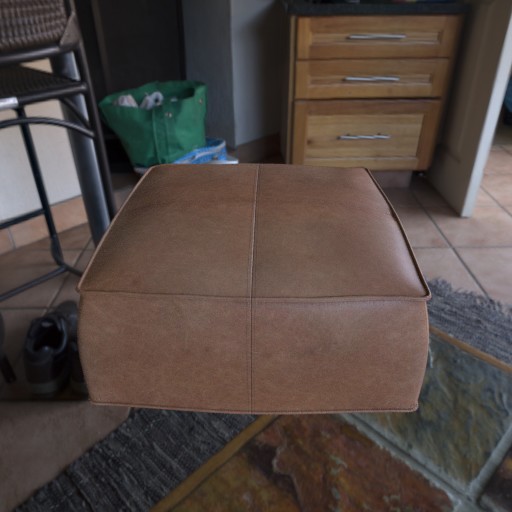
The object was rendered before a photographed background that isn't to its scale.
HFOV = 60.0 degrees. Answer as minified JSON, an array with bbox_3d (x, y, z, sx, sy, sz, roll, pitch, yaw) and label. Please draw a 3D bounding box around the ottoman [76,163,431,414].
[{"bbox_3d":[0.000,0.000,1.401,0.902,0.395,0.901,1,32,1],"label":"ottoman"}]
